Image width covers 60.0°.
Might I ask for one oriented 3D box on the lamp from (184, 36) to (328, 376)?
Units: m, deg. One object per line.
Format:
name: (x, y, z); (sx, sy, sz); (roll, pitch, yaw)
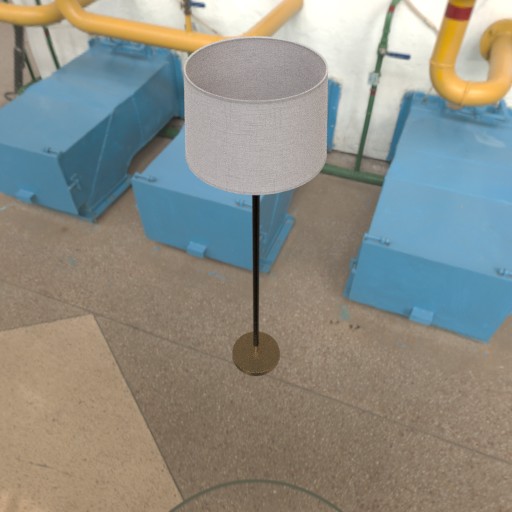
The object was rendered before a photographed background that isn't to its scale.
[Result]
lamp: (0.000, 0.000, 1.669); (0.420, 1.447, 0.420); (0, 47, 0)
